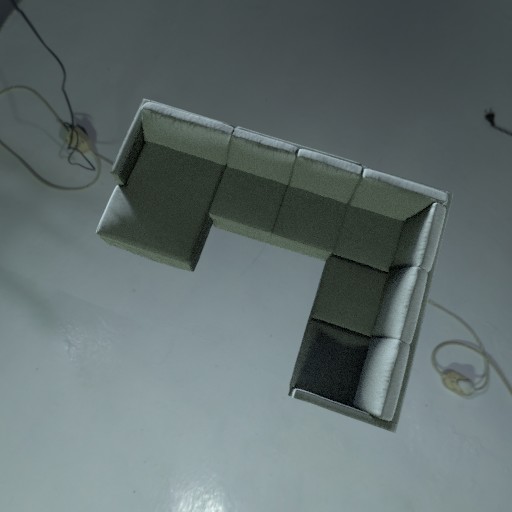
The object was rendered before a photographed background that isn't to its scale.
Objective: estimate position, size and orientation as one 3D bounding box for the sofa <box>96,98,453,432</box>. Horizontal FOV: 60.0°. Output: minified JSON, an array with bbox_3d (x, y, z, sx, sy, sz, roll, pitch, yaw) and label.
[{"bbox_3d":[0.000,0.000,4.590,3.434,0.869,2.440,18,76,5],"label":"sofa"}]
